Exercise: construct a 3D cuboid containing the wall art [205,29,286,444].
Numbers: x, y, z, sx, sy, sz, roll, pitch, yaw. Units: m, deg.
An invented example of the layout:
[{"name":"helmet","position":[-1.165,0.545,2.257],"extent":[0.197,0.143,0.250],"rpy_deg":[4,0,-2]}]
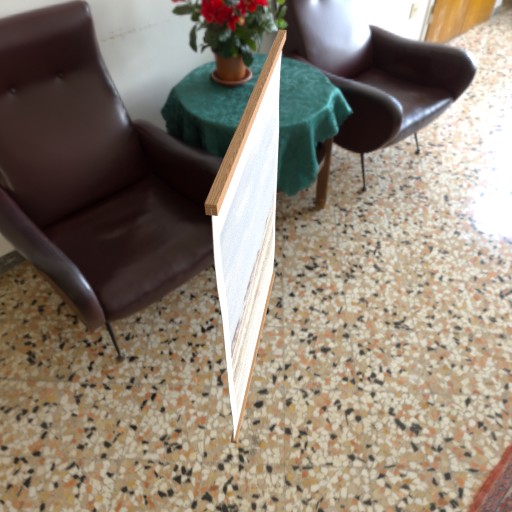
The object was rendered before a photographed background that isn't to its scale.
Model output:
[{"name":"wall art","position":[0.000,0.000,1.323],"extent":[0.020,1.016,0.739],"rpy_deg":[8,48,8]}]
